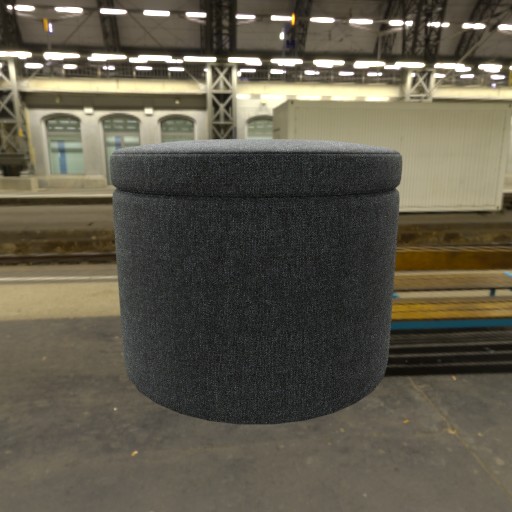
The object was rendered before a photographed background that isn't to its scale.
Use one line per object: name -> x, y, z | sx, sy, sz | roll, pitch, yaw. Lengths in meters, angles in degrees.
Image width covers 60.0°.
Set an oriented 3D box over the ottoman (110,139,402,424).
ottoman -> 0.000, 0.000, 0.834 | 0.500, 0.419, 0.500 | 0, 13, 0
